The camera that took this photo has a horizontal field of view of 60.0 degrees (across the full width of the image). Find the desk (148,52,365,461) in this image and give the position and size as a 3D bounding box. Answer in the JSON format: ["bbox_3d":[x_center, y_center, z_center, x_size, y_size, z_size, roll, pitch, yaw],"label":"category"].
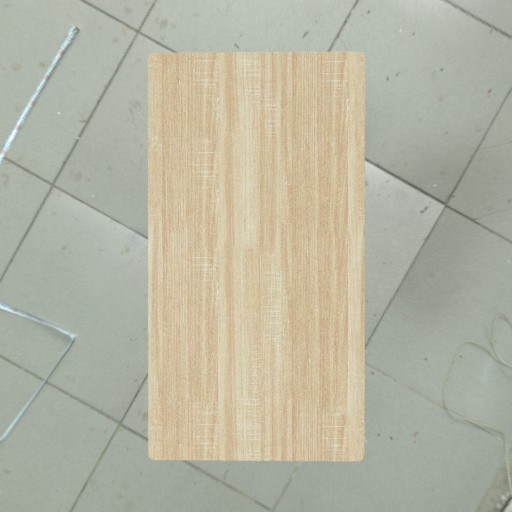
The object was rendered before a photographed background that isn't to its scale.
[{"bbox_3d":[0.000,0.000,1.344,0.480,0.770,0.884,0,90,1],"label":"desk"}]
